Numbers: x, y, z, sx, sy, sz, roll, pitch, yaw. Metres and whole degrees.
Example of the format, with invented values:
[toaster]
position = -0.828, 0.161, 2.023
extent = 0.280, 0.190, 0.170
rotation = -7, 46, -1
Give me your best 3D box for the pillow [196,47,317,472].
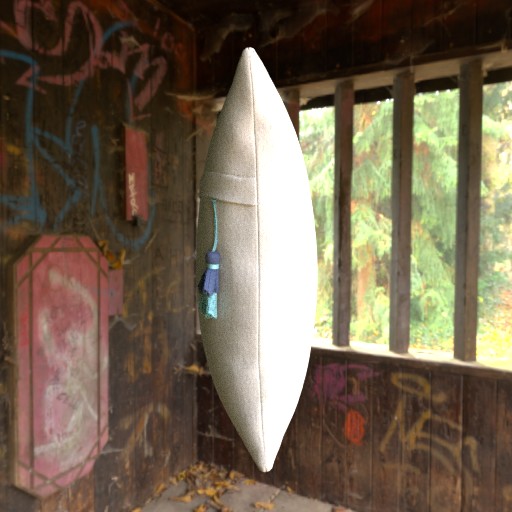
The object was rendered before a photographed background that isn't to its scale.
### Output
[pillow]
position = 0.000, 0.000, 0.667
extent = 0.173, 0.436, 0.433
rotation = 0, 2, -1
